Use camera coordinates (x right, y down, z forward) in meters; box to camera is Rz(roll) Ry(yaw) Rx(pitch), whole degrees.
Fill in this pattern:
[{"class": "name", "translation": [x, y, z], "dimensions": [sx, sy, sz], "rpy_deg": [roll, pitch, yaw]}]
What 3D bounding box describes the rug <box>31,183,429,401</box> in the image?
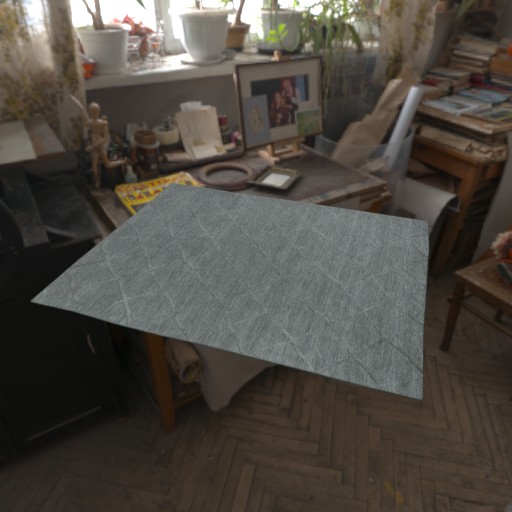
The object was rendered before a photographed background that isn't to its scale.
[{"class": "rug", "translation": [0.000, 0.000, 4.120], "dimensions": [3.048, 0.013, 2.438], "rpy_deg": [11, 35, 15]}]
